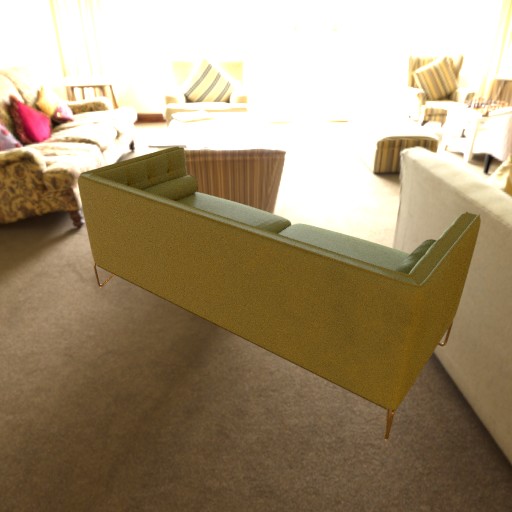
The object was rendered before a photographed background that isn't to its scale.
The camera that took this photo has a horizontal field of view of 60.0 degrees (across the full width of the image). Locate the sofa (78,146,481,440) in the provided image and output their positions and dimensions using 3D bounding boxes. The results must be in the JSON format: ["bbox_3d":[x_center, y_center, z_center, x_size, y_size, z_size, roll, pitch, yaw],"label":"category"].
[{"bbox_3d":[0.000,0.000,2.540,2.087,0.789,0.867,20,34,32],"label":"sofa"}]
